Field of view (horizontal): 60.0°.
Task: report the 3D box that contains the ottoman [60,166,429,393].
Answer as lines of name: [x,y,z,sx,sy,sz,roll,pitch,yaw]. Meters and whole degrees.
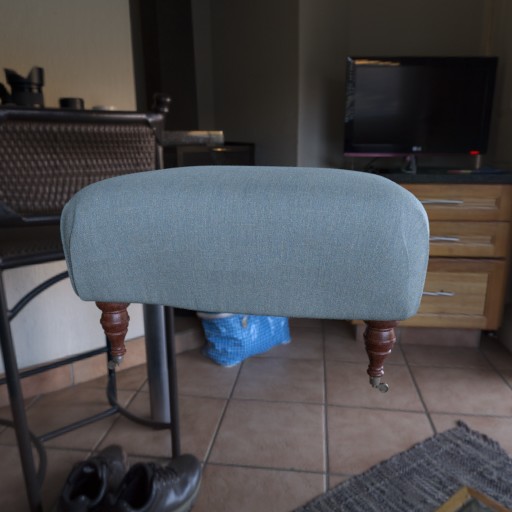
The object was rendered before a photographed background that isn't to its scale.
ottoman: [0.000,0.000,1.134,0.747,0.450,0.622,2,13,9]
